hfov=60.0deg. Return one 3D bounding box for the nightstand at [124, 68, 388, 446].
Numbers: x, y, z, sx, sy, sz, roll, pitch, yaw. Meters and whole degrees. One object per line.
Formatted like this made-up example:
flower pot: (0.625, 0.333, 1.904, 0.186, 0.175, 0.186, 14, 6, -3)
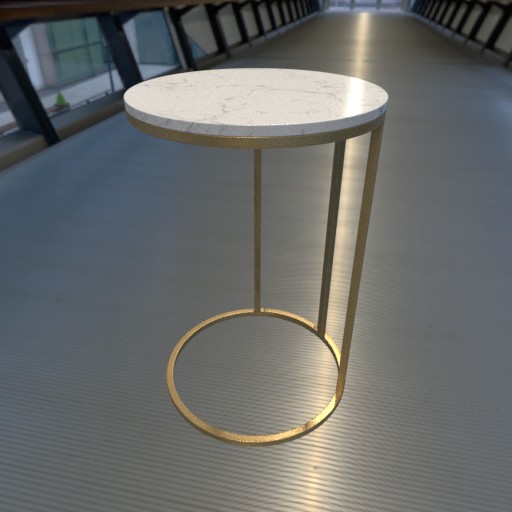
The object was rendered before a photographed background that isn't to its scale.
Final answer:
nightstand: (0.000, 0.000, 0.851, 0.400, 0.610, 0.400, -19, 37, -28)
